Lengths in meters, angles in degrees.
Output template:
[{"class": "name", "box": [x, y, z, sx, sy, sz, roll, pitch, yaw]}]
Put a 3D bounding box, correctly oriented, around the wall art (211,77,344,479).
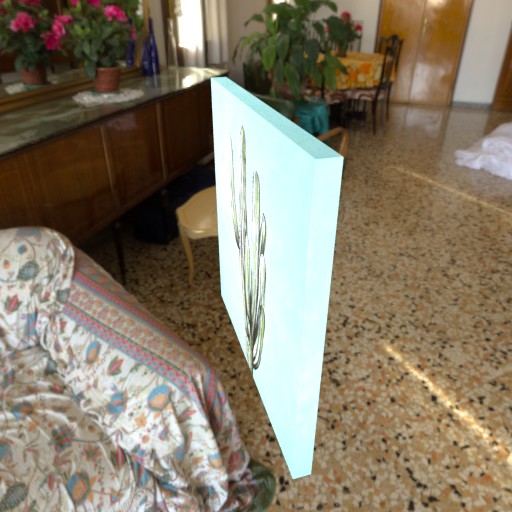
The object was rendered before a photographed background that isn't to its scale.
[{"class": "wall art", "box": [0.000, 0.000, 0.912, 0.036, 0.603, 0.603, -8, 32, -14]}]
